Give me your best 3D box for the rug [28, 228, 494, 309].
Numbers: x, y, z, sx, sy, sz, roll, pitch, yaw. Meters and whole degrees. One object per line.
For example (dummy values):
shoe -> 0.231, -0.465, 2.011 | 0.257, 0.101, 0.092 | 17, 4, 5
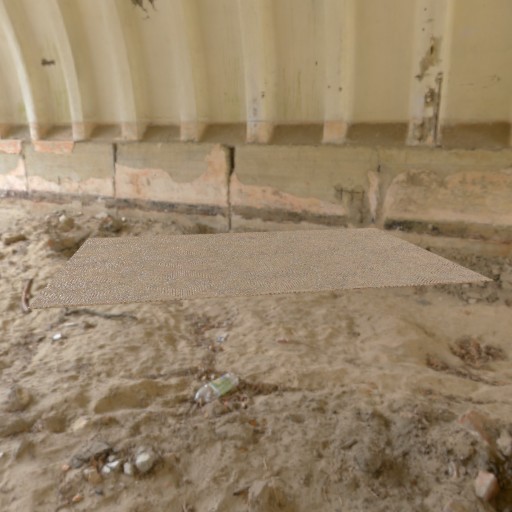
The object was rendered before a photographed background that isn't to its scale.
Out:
rug -> 0.000, 0.000, 2.986 | 2.428, 0.007, 1.519 | -3, 15, -10
